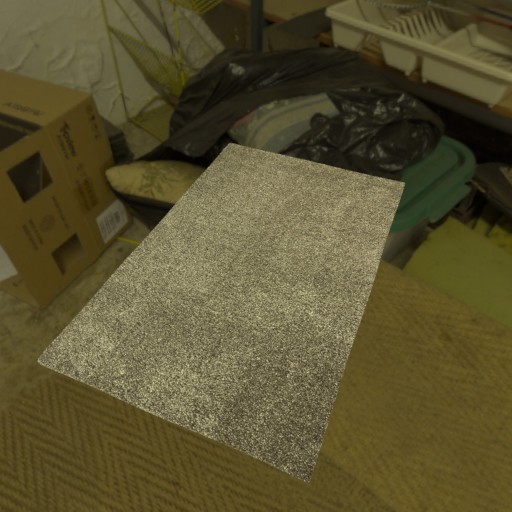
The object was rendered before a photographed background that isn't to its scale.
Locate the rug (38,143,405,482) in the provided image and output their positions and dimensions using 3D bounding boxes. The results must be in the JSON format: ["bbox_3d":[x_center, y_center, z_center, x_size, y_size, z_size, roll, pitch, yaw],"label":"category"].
[{"bbox_3d":[0.000,0.000,2.871,1.501,0.025,2.352,17,47,16],"label":"rug"}]
